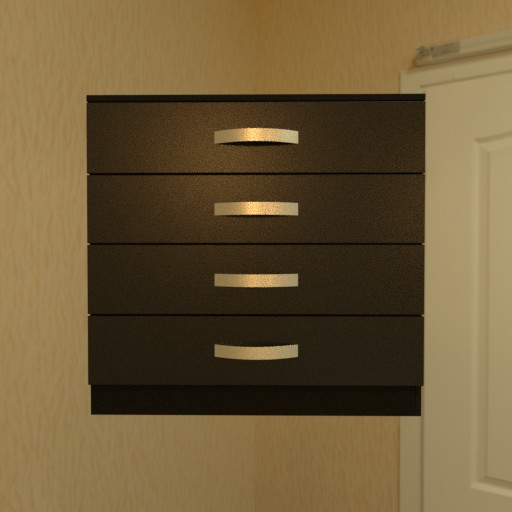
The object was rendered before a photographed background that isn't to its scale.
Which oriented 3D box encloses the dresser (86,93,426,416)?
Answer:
[{"bbox_3d":[0.000,0.000,1.137,0.750,0.720,0.360,0,1,1],"label":"dresser"}]
